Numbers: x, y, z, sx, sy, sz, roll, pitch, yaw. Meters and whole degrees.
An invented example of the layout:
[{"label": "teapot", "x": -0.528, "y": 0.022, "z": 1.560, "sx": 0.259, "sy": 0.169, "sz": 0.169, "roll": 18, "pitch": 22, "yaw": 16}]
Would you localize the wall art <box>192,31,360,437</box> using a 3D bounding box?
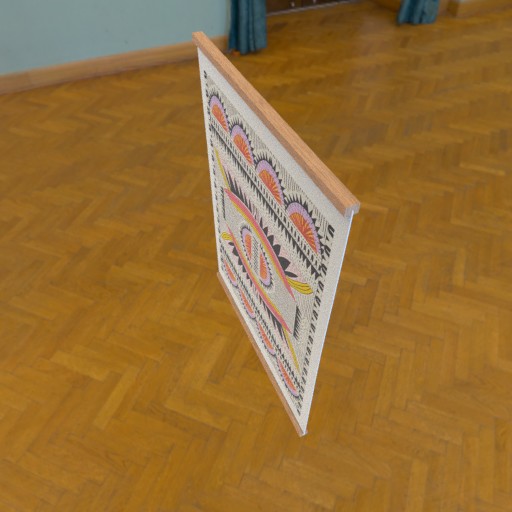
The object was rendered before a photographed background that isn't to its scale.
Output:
[{"label": "wall art", "x": 0.000, "y": 0.000, "z": 1.327, "sx": 0.028, "sy": 1.016, "sz": 0.765, "roll": -19, "pitch": 51, "yaw": -16}]
